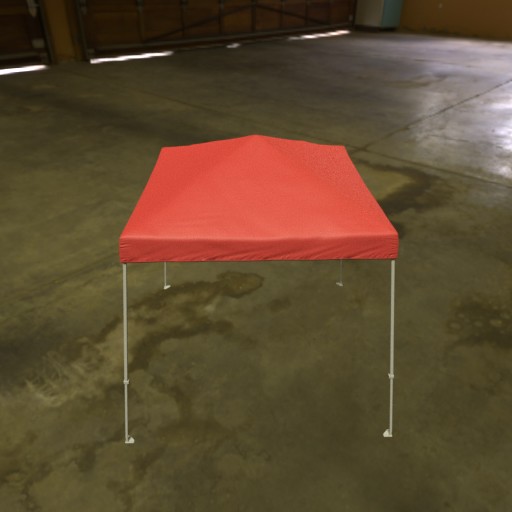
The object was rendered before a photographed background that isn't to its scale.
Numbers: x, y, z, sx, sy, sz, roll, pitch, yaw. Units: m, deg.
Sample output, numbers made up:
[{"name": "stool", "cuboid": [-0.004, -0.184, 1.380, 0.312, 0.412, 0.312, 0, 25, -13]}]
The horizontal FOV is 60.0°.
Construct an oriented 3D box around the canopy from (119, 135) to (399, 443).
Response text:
[{"name": "canopy", "cuboid": [0.000, 0.000, 5.182, 2.848, 2.849, 2.849, -1, 32, -1]}]
